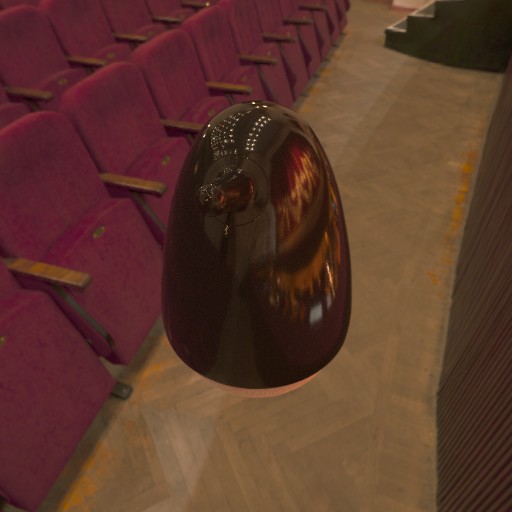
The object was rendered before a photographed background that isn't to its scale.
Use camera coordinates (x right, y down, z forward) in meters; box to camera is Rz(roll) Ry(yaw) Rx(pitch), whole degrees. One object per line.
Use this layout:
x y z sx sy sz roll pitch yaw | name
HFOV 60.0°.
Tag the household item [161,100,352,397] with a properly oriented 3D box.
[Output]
0.000 0.000 0.220 0.102 0.152 0.104 12 42 14 | household item
